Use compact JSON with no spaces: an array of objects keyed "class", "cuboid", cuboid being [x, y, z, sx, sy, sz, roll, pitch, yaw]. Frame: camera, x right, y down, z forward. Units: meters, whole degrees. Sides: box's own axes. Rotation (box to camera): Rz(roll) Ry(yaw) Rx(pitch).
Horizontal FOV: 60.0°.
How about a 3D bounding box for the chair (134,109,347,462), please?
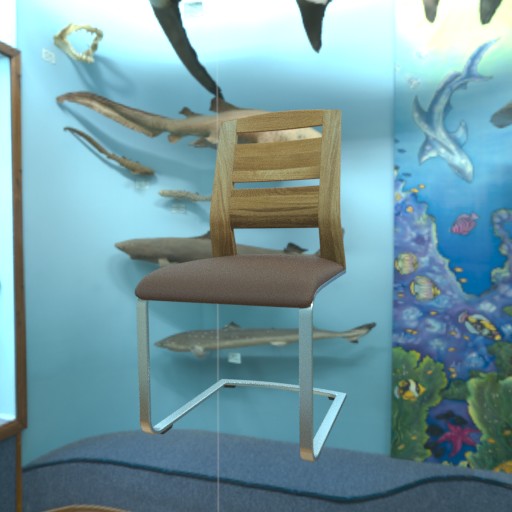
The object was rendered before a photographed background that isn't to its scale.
[{"class":"chair","cuboid":[0.000,0.000,1.298,0.460,0.970,0.570,1,2,20]}]
